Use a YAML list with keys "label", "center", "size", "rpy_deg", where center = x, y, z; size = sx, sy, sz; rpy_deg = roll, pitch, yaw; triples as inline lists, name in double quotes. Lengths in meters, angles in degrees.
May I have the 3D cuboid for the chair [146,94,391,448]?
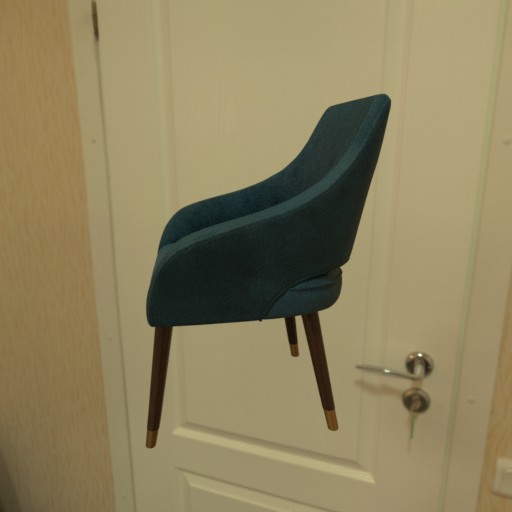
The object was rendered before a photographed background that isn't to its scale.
- label: "chair"
  center: [0.000, 0.000, 1.584]
  size: [0.794, 1.081, 0.683]
  rpy_deg: [-2, 15, -9]
